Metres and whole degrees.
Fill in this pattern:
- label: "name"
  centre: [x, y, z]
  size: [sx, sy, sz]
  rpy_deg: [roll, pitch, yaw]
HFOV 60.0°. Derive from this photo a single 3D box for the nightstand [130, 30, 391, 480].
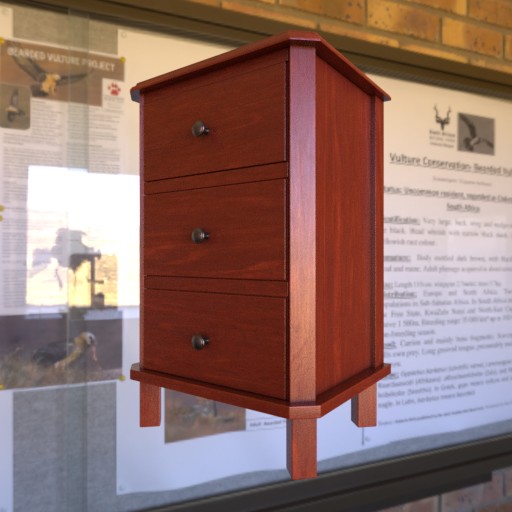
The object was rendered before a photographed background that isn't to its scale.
- label: "nightstand"
  centre: [0.000, 0.000, 0.899]
  size: [0.435, 0.681, 0.351]
  rpy_deg: [0, 0, 36]
